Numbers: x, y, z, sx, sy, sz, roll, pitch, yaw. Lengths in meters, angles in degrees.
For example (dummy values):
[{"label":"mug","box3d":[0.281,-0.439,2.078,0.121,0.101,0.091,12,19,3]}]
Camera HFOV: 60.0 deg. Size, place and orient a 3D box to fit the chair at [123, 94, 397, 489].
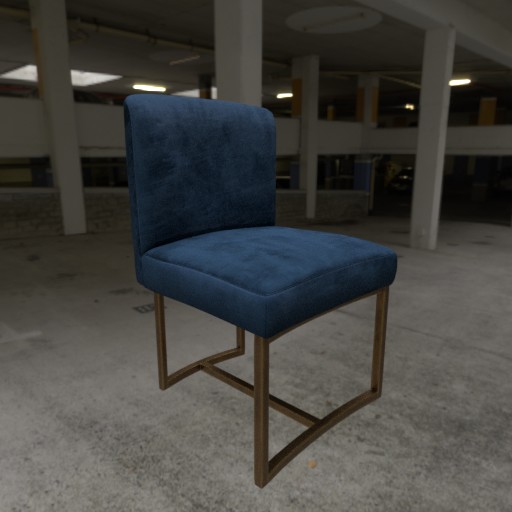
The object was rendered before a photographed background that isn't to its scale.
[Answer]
[{"label":"chair","box3d":[0.000,0.000,1.169,0.560,0.824,0.530,13,19,43]}]
